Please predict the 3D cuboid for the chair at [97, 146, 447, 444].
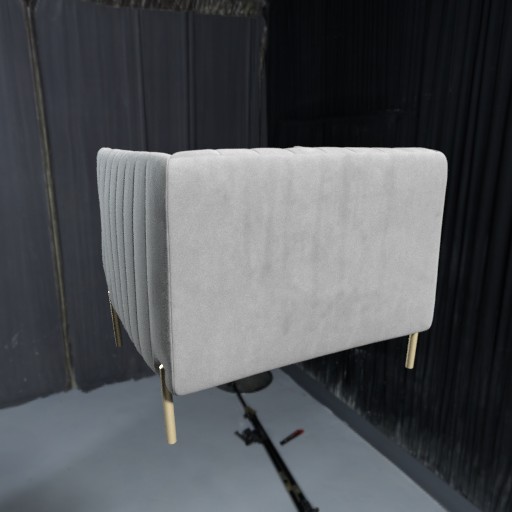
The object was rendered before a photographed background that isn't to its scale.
[{"bbox_3d":[0.000,0.000,1.616,0.981,0.779,0.873,-8,16,-27],"label":"chair"}]
